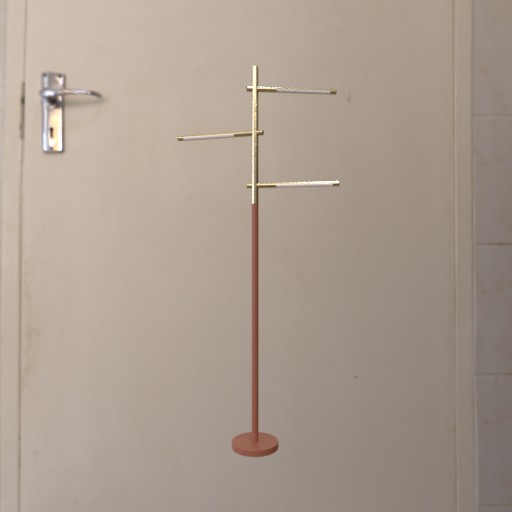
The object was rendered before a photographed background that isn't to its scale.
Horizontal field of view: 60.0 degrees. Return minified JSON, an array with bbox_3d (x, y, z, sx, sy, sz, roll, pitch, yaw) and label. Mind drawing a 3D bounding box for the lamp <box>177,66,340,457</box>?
[{"bbox_3d":[0.000,0.000,1.989,0.737,1.704,0.209,0,-1,0],"label":"lamp"}]
